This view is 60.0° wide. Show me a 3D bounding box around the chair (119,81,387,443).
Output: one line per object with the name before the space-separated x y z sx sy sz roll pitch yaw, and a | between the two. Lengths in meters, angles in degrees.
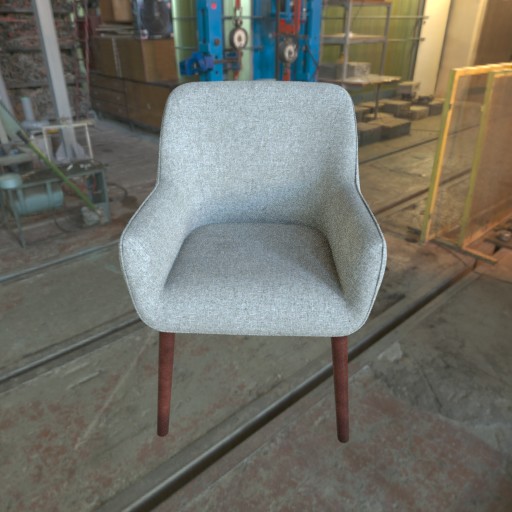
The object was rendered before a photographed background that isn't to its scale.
chair | 0.000 0.000 1.160 0.543 0.803 0.519 1 28 2
